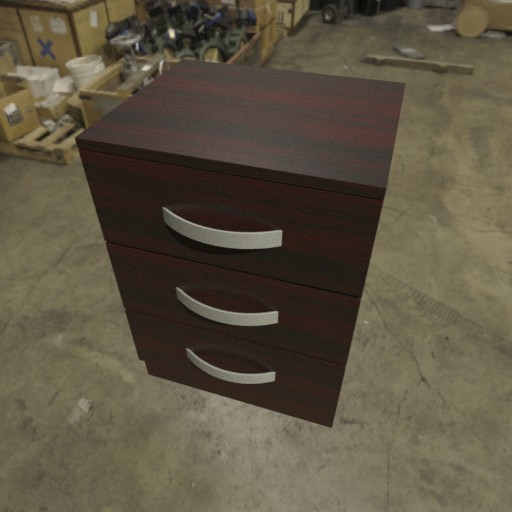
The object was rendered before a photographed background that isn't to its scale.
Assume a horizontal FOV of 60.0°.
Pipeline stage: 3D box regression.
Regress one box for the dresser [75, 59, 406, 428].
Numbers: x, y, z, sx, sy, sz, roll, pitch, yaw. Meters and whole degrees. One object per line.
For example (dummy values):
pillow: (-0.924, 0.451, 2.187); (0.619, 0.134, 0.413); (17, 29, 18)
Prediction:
dresser: (0.000, 0.000, 0.827); (0.400, 0.560, 0.360); (12, 43, 13)
